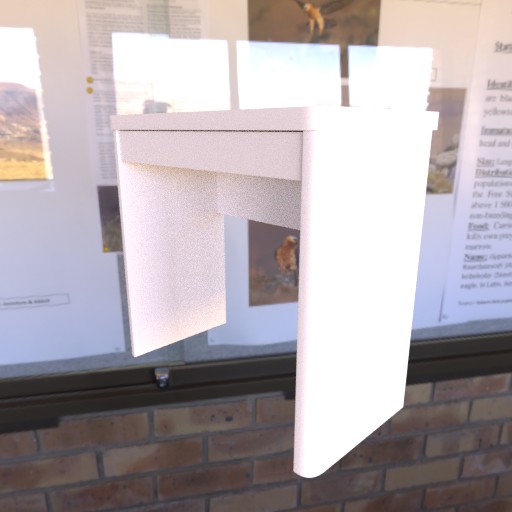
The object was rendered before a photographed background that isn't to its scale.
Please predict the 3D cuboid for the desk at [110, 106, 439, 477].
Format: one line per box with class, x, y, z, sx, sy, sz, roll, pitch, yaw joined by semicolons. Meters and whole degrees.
desk;0.000;0.000;1.246;0.446;0.760;0.790;-15;22;-41
